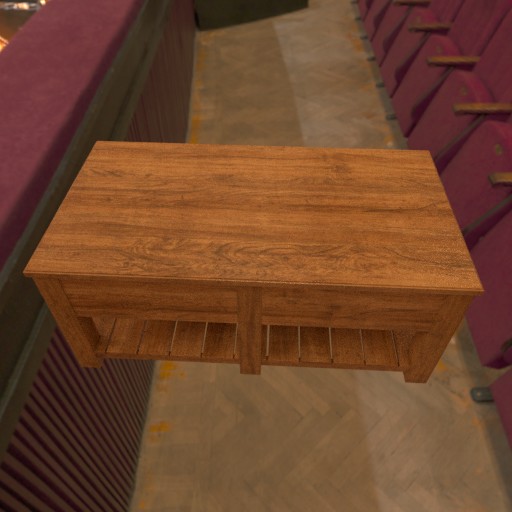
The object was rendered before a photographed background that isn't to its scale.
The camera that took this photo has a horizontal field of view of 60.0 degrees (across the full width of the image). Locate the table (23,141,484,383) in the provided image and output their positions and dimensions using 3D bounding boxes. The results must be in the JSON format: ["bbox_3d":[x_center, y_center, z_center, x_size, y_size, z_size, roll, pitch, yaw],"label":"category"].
[{"bbox_3d":[0.000,0.000,1.492,1.150,0.480,0.635,2,46,2],"label":"table"}]
